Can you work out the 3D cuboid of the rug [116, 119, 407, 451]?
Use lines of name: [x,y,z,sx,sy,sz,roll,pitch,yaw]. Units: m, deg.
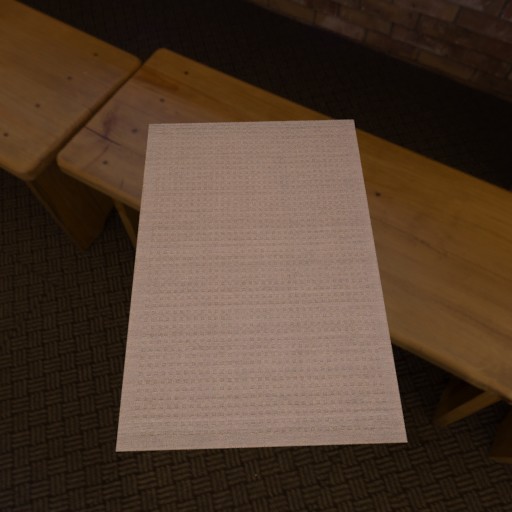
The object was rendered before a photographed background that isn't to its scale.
rug: [0.000,0.000,3.652,1.981,0.006,2.895,-1,64,-1]
